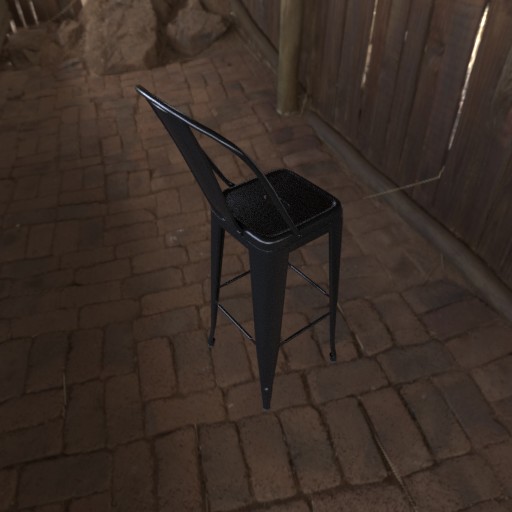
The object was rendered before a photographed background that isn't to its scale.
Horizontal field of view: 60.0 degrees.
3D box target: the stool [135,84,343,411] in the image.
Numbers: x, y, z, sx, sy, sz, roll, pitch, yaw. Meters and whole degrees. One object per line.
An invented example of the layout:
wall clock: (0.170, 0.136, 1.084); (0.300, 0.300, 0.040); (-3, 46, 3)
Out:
stool: (0.000, 0.000, 1.367); (0.513, 1.096, 0.399); (-27, 47, -28)
